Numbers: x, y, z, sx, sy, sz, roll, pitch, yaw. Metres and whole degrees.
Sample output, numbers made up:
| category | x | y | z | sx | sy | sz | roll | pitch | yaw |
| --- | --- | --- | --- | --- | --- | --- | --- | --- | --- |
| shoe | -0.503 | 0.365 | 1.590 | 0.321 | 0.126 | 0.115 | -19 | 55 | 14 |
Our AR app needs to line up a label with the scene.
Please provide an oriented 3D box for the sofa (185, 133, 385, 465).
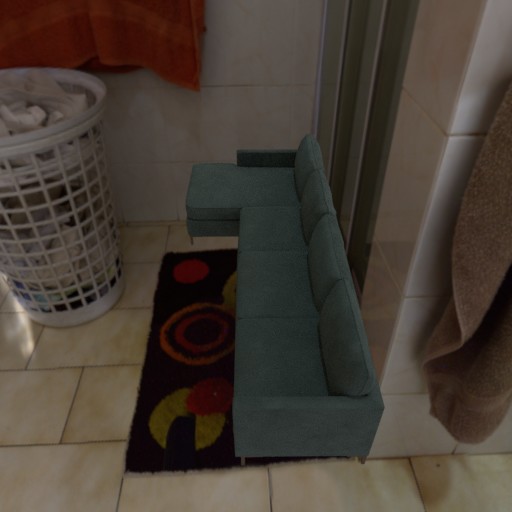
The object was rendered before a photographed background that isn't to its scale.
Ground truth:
| category | x | y | z | sx | sy | sz | roll | pitch | yaw |
| --- | --- | --- | --- | --- | --- | --- | --- | --- | --- |
| sofa | 0.000 | 0.000 | 4.058 | 1.500 | 0.967 | 3.400 | 0 | 40 | 0 |
